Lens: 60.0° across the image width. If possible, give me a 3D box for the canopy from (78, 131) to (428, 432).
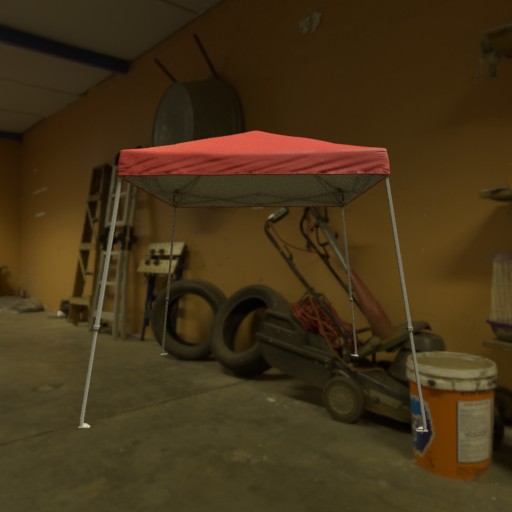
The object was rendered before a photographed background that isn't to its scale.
[{"bbox_3d":[0.000,0.000,5.037,2.849,2.849,2.848,0,0,2],"label":"canopy"}]
